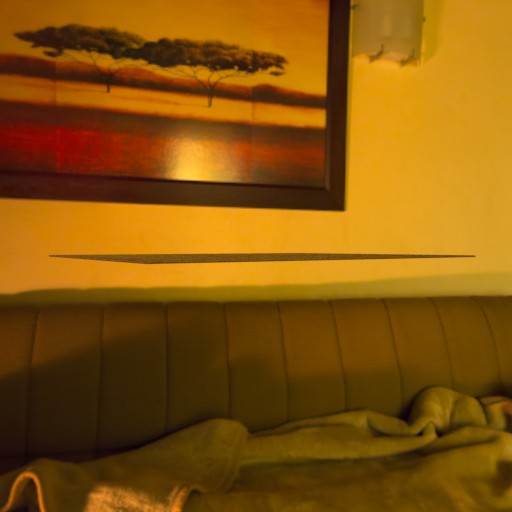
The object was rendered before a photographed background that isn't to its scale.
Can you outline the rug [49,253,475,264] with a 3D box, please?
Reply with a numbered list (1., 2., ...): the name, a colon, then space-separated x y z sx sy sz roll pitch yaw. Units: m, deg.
1. rug: 0.000 0.000 4.043 3.050 0.016 2.441 -1 1 -35
